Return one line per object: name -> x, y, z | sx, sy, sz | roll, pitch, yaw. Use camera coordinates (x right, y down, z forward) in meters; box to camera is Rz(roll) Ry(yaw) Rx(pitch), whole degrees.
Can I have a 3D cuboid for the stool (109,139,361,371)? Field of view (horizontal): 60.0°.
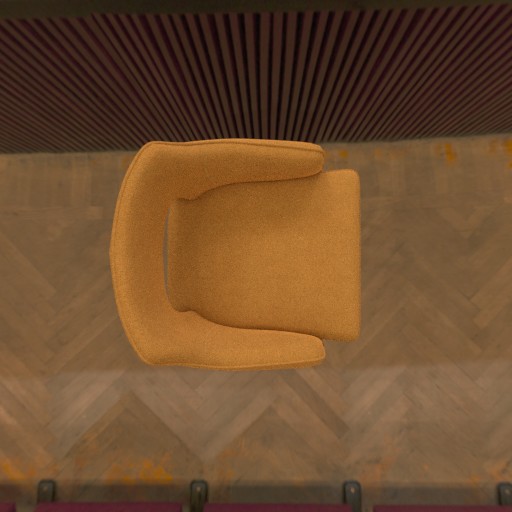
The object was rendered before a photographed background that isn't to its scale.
stool -> 0.000, 0.000, 1.343 | 0.558, 1.012, 0.548 | 0, 89, 1
